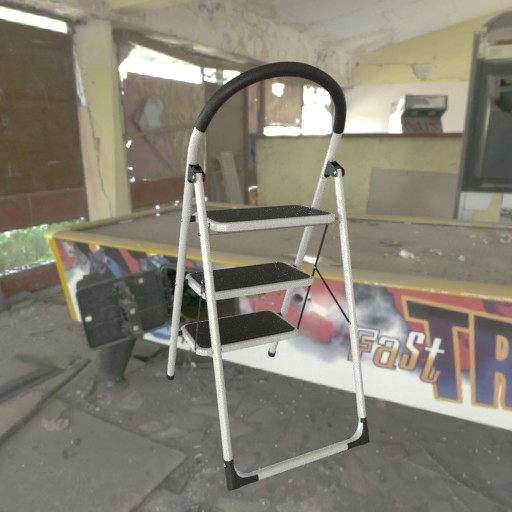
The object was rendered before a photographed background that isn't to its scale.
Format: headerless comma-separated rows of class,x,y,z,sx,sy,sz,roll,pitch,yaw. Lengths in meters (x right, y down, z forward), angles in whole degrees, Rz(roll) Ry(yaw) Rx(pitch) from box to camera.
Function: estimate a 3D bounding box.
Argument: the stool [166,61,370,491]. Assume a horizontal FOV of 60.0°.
stool,0.000,0.000,1.445,0.485,1.109,0.676,-7,16,-24
